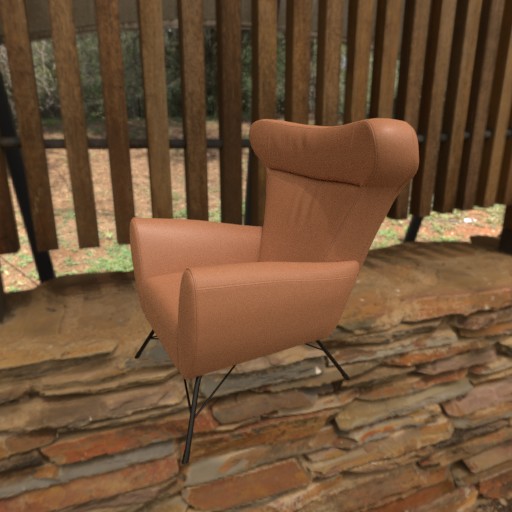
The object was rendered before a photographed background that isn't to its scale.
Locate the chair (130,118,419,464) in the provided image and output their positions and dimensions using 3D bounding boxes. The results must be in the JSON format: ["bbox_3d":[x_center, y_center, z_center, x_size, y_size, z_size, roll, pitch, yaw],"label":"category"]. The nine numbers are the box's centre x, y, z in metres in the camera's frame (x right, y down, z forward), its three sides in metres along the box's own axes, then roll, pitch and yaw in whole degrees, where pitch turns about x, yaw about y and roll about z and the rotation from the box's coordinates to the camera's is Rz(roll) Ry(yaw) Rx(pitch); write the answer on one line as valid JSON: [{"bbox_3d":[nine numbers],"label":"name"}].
[{"bbox_3d":[0.000,0.000,1.771,0.900,1.050,0.980,-8,19,-25],"label":"chair"}]
